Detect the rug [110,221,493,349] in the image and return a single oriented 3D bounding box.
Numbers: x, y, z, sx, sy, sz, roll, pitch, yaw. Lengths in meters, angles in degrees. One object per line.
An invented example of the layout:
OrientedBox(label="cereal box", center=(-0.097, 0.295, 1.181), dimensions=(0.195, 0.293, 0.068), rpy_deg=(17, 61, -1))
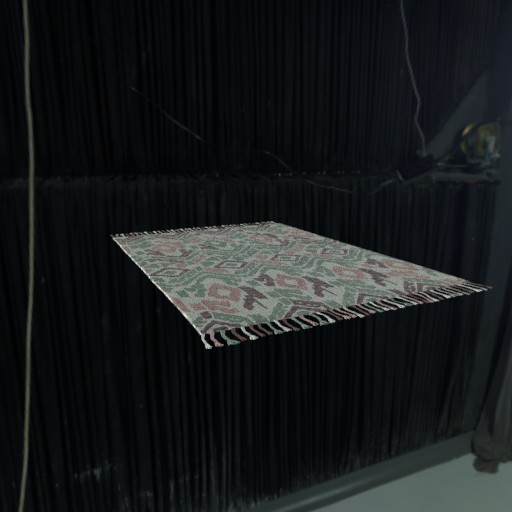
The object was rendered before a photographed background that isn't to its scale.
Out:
OrientedBox(label="rug", center=(0.000, 0.000, 2.294), dimensions=(1.219, 0.010, 1.829), rpy_deg=(-7, 15, -26))
